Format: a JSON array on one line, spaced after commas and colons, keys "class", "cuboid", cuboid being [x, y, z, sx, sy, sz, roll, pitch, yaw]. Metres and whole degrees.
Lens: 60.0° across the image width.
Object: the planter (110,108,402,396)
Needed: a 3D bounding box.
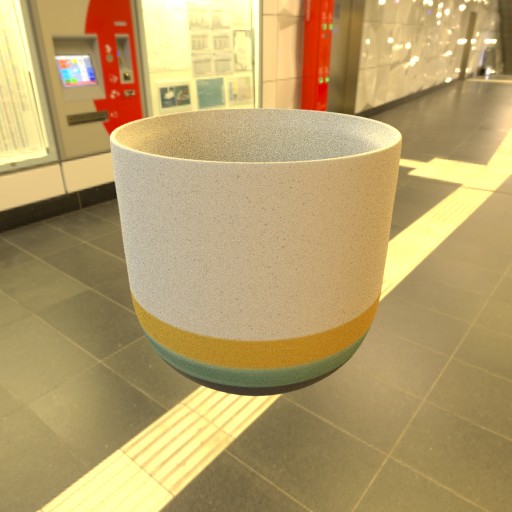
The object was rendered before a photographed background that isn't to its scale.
[{"class": "planter", "cuboid": [0.000, 0.000, 0.479, 0.268, 0.270, 0.268, 0, 26, 0]}]
